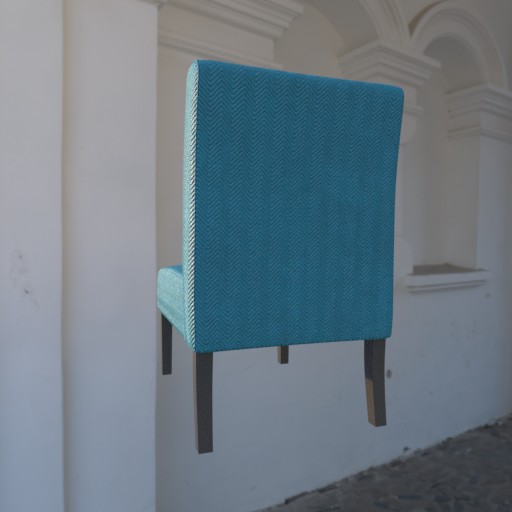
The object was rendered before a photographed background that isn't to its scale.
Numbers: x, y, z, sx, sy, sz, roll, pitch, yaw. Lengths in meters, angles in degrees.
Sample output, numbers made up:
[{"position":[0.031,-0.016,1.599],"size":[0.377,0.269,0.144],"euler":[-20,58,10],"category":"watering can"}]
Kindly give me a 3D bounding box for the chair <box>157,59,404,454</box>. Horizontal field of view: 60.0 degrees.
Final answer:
[{"position":[0.000,0.000,1.457],"size":[0.579,0.927,0.808],"euler":[0,1,-19],"category":"chair"}]
